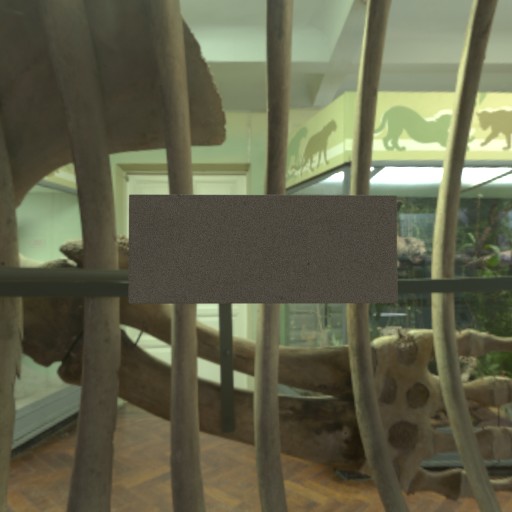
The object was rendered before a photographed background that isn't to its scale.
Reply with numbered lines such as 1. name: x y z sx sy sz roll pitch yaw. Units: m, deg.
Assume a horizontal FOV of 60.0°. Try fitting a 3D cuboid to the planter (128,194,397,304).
1. planter: 0.000 0.000 0.375 0.127 0.051 0.333 0 -1 -1
